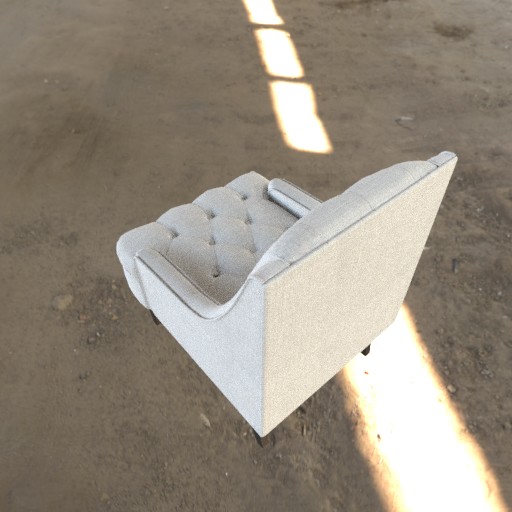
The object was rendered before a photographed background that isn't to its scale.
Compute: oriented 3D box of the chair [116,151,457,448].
[{"bbox_3d":[0.000,0.000,1.434,0.658,0.891,0.772,-32,54,-27],"label":"chair"}]
